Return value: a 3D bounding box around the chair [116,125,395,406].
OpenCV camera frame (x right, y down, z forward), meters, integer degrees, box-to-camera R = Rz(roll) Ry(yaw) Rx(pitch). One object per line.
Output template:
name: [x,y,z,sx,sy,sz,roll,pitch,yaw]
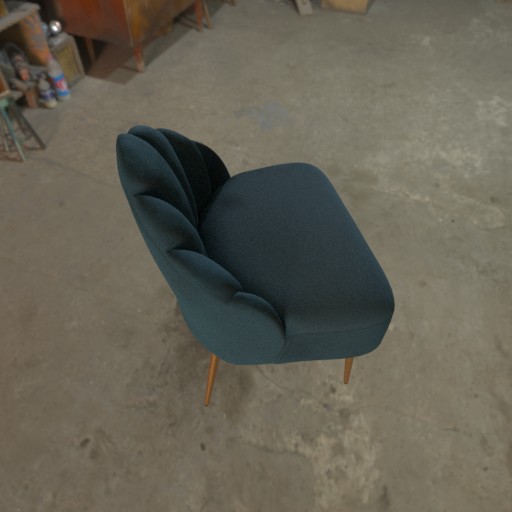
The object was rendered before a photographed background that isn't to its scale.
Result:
chair: [0.000,0.000,1.254,0.599,0.819,0.657,-11,49,-10]
